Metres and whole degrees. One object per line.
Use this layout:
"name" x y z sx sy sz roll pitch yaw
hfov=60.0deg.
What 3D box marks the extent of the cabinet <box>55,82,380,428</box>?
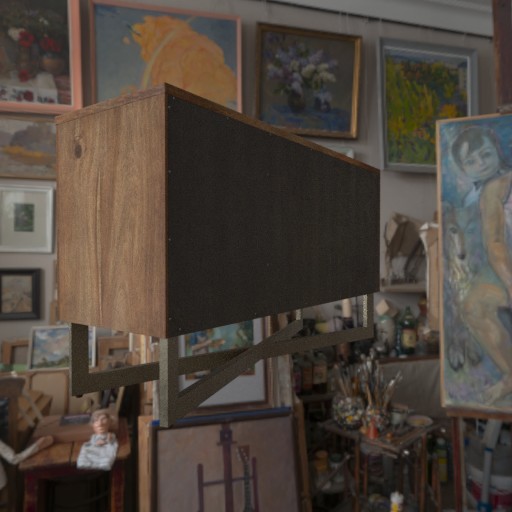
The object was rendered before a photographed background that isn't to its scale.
"cabinet" 0.000 0.000 1.708 0.480 0.812 1.373 1 1 36
